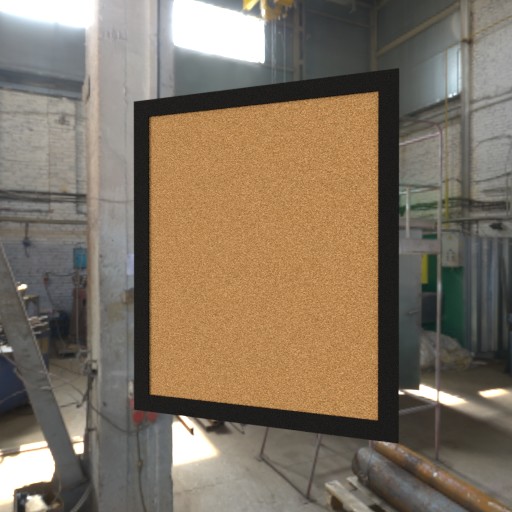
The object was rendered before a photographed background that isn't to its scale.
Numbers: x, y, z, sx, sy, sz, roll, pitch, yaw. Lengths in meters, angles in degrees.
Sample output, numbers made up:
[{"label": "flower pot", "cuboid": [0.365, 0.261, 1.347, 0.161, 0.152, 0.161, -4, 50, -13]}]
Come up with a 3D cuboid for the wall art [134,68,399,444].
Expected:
[{"label": "wall art", "cuboid": [0.000, 0.000, 0.745, 0.457, 0.559, 0.029, 0, 0, 18]}]
